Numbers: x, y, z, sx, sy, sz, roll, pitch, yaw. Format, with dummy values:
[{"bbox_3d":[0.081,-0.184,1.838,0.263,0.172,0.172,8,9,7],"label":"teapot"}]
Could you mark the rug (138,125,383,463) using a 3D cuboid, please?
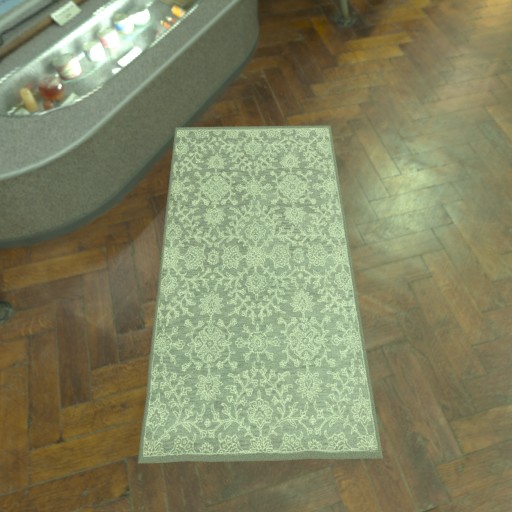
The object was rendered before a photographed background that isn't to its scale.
[{"bbox_3d":[0.000,0.000,3.604,1.546,0.011,3.048,-1,58,-1],"label":"rug"}]
